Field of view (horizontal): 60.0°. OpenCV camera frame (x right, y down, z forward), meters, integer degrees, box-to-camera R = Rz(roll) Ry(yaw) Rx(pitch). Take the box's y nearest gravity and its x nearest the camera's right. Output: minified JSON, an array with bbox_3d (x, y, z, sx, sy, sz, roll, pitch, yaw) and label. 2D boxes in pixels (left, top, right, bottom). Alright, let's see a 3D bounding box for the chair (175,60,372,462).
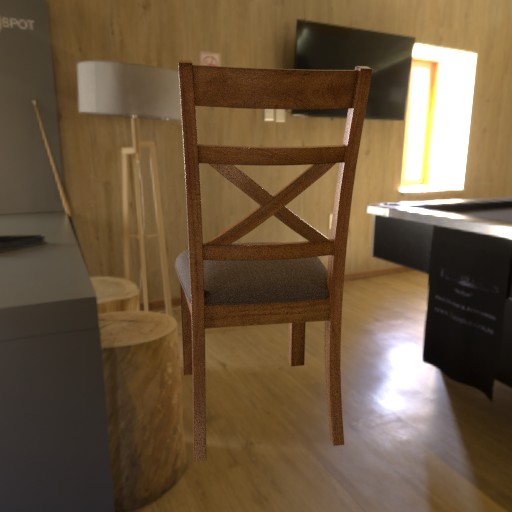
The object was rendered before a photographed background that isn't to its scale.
[{"bbox_3d":[0.000,0.000,1.281,0.470,0.949,0.581,-2,13,-10],"label":"chair"}]
